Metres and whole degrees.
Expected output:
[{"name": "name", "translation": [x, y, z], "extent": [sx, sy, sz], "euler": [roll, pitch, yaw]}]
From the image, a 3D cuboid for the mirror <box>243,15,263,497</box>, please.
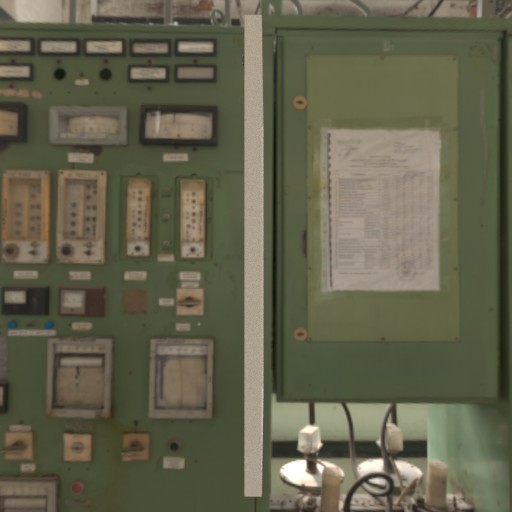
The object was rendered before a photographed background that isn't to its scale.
[{"name": "mirror", "translation": [0.000, 0.000, 1.315], "extent": [0.041, 1.016, 0.762], "euler": [0, 0, 1]}]
